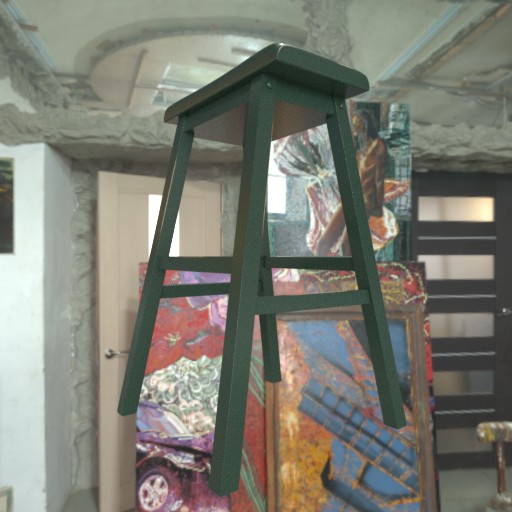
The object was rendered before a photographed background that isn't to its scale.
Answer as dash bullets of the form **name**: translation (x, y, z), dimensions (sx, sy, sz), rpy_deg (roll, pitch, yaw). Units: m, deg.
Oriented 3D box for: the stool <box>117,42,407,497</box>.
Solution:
- **stool**: translation (0.000, 0.000, 1.001), dimensions (0.476, 0.737, 0.457), rpy_deg (0, 0, -37)
